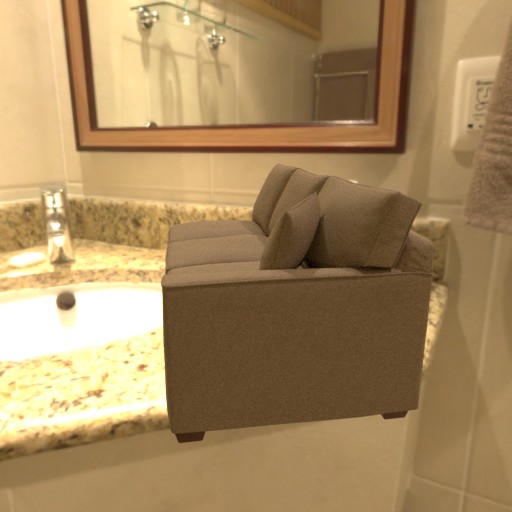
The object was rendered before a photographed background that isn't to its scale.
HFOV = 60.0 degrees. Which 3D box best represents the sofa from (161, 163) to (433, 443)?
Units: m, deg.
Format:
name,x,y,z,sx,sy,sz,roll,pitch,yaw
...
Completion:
name,x,y,z,sx,sy,sz,roll,pitch,yaw
sofa,0.000,0.000,2.537,1.034,0.946,1.963,-2,15,-9
